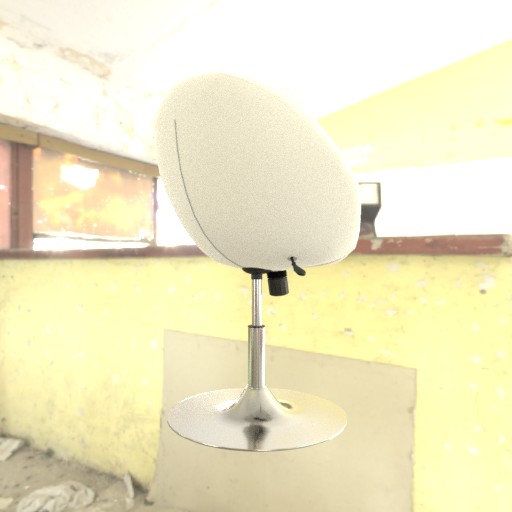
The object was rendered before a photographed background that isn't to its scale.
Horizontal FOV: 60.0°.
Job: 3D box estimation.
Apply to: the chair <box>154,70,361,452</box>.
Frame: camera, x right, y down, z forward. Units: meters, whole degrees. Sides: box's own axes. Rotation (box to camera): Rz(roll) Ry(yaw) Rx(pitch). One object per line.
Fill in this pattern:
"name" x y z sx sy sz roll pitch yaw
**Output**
"chair" 0.000 0.000 1.781 0.736 1.261 0.940 1 -1 -38
